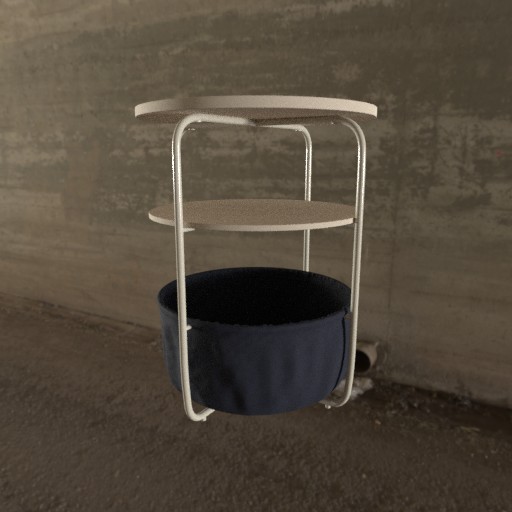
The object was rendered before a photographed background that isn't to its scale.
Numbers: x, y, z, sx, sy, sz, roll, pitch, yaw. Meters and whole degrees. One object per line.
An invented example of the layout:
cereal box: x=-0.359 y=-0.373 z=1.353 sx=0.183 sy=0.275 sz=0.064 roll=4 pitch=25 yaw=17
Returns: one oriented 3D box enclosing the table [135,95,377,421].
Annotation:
table: x=0.000 y=0.000 z=0.851 sx=0.418 sy=0.532 sz=0.418 roll=-2 pitch=13 yaw=-10
